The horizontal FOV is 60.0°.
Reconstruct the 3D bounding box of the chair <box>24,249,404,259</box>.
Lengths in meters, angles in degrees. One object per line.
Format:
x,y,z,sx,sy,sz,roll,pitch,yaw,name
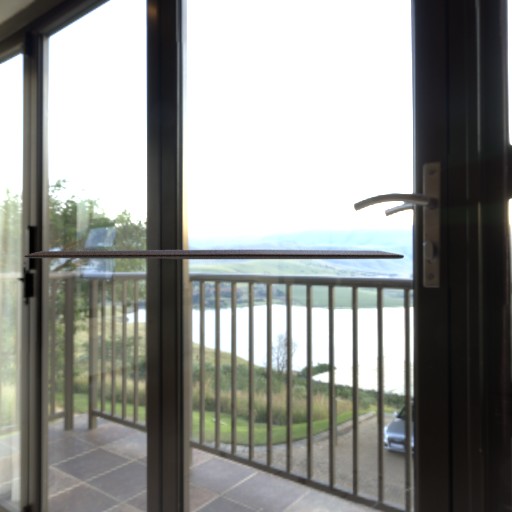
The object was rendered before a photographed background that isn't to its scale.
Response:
0.000,0.000,1.926,1.219,0.024,1.372,0,-1,18,chair
